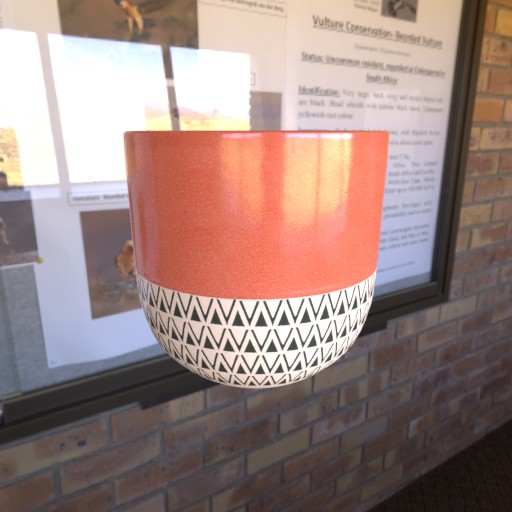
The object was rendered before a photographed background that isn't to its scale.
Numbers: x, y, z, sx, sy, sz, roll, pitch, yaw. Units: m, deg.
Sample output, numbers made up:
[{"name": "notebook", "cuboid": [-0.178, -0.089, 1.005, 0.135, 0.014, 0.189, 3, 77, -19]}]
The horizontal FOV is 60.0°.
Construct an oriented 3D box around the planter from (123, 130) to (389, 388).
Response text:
[{"name": "planter", "cuboid": [0.000, 0.000, 0.496, 0.266, 0.270, 0.266, 0, 16, 0]}]
